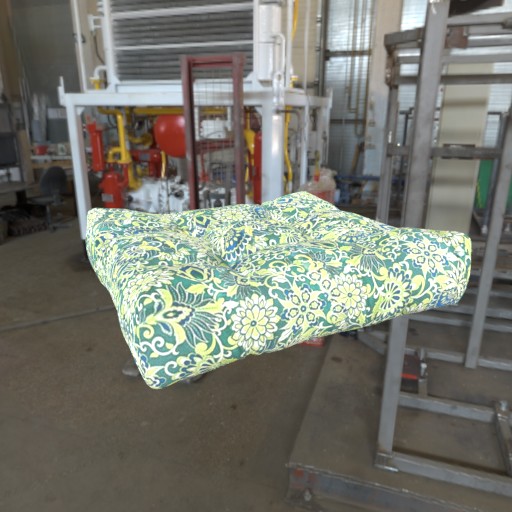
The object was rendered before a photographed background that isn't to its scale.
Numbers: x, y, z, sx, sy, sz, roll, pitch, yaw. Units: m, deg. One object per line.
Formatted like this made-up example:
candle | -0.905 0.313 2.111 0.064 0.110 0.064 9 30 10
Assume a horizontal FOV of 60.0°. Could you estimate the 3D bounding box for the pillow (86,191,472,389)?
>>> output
pillow | 0.000 0.000 0.733 0.490 0.128 0.468 -9 20 -25
